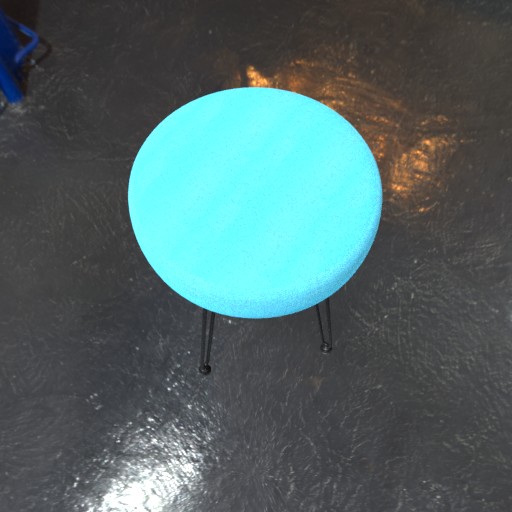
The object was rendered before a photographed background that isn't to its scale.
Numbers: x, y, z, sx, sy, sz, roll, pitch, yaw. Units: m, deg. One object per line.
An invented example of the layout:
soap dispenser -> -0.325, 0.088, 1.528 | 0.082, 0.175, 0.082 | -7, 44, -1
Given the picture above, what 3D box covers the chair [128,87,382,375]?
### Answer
chair -> 0.000, 0.000, 0.698 | 0.350, 0.440, 0.350 | 32, 68, 15
